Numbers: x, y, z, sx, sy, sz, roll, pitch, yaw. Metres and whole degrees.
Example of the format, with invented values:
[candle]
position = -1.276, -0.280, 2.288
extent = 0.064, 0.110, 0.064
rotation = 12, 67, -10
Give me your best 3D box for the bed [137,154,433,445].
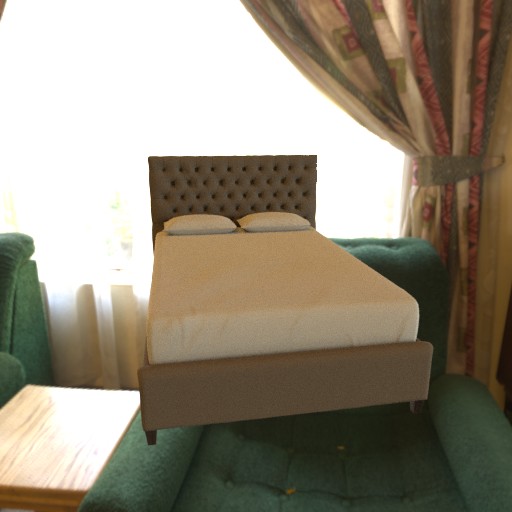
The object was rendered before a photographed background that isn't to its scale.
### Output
[bed]
position = 0.000, 0.000, 3.471
extent = 1.698, 1.427, 2.387
rotation = -3, 16, -10
